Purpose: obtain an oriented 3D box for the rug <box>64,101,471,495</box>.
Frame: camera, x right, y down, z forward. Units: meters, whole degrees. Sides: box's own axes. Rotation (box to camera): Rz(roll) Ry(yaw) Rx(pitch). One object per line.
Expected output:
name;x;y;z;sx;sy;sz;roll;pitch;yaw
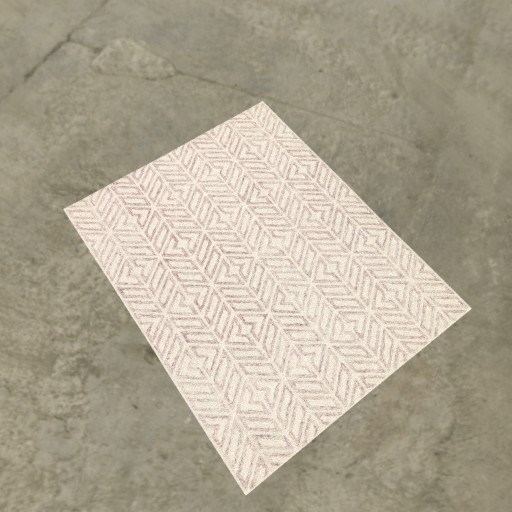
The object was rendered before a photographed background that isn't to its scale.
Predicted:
rug;0.000;0.000;4.085;2.421;0.008;3.045;-33;68;-15
